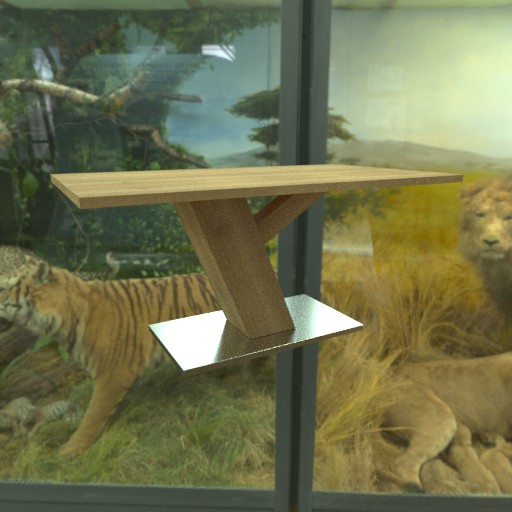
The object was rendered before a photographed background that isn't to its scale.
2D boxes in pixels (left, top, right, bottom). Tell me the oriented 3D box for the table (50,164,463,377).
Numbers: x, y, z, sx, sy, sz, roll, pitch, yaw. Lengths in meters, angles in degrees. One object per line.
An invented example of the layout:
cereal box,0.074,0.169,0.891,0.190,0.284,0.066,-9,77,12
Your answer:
table,0.000,0.000,2.066,1.600,0.750,0.900,-8,17,-28
